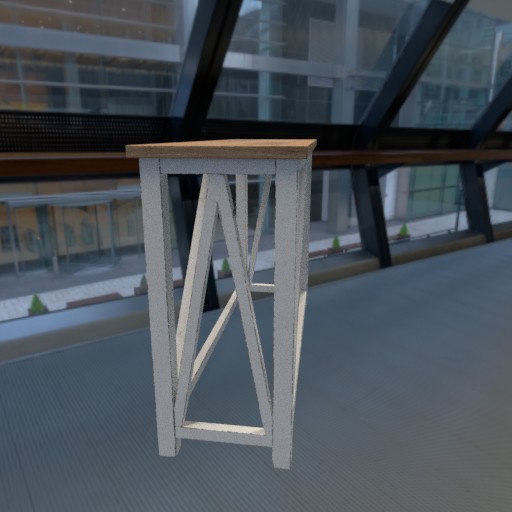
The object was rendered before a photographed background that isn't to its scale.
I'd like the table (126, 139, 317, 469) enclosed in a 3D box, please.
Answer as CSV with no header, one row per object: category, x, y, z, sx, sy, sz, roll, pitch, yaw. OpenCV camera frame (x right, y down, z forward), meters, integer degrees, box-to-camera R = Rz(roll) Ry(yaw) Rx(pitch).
table,0.000,0.000,1.859,0.450,0.930,1.400,2,15,8
